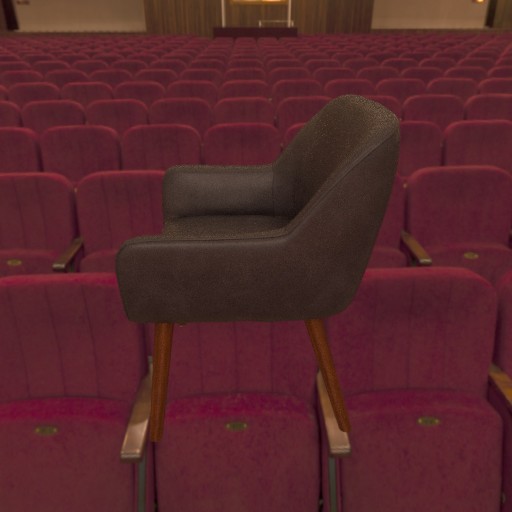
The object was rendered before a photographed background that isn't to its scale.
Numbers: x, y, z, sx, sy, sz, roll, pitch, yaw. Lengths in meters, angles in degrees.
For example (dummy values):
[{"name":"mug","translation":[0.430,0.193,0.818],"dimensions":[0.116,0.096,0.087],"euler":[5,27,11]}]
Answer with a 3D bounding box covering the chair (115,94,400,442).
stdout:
[{"name":"chair","translation":[0.000,0.000,1.245],"dimensions":[0.610,0.828,0.610],"euler":[0,26,-1]}]
